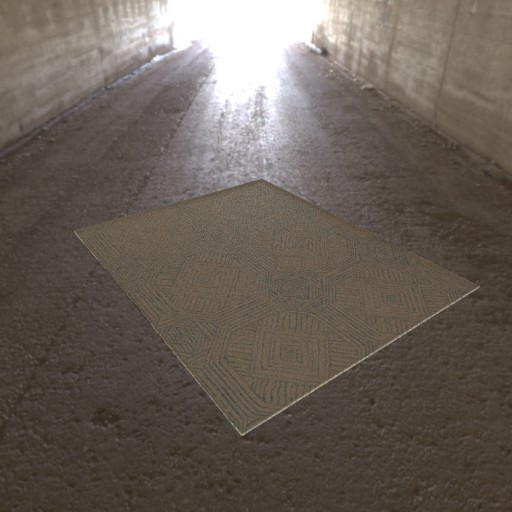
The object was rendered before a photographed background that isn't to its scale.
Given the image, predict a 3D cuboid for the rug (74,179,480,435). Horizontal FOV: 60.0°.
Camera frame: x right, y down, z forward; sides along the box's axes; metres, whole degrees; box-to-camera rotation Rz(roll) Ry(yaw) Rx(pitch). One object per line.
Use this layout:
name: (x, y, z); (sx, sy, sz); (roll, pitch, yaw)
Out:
rug: (0.000, 0.000, 4.170); (2.457, 0.015, 3.049); (-21, 37, -30)
